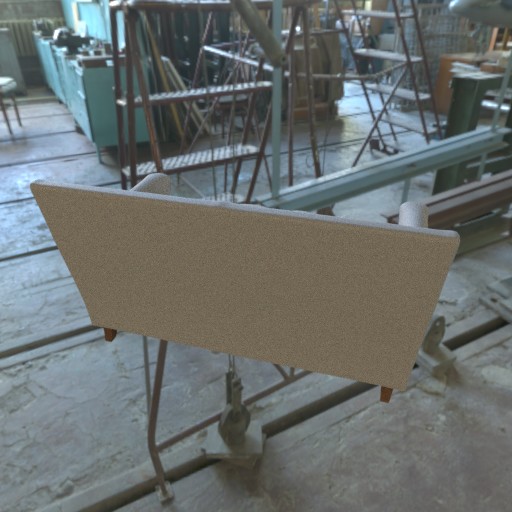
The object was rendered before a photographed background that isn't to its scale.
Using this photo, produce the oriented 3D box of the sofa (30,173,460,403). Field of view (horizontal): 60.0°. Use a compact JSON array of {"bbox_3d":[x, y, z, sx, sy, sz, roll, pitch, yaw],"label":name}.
[{"bbox_3d":[0.000,0.000,2.027,1.482,0.890,0.888,9,32,14],"label":"sofa"}]
